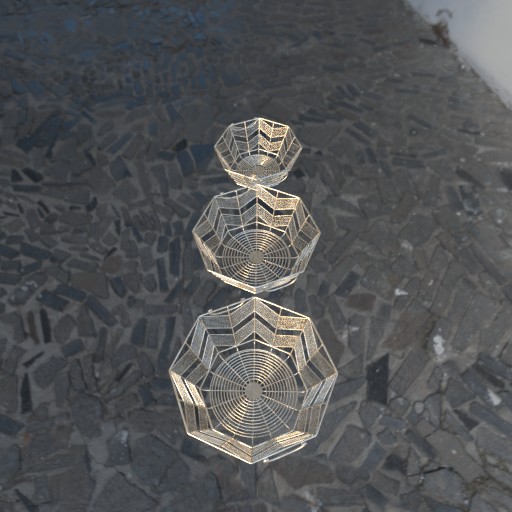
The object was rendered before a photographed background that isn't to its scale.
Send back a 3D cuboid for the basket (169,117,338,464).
[{"bbox_3d":[0.000,0.000,1.425,0.432,0.178,1.246,1,57,1],"label":"basket"}]
